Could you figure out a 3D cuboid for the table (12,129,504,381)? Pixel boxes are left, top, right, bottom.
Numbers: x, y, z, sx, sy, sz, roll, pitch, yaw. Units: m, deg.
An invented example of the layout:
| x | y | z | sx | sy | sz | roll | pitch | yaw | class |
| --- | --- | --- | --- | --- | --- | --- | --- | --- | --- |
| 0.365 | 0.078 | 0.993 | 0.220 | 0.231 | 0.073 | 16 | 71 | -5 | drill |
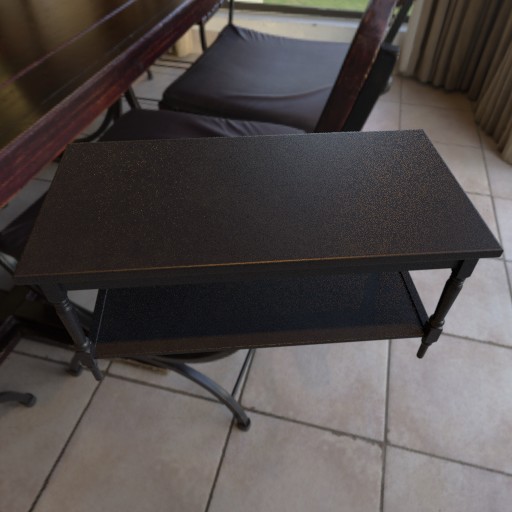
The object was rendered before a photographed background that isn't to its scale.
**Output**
| x | y | z | sx | sy | sz | roll | pitch | yaw | class |
| --- | --- | --- | --- | --- | --- | --- | --- | --- | --- |
| 0.000 | 0.000 | 1.364 | 1.107 | 0.510 | 0.550 | -3 | 45 | -3 | table |
